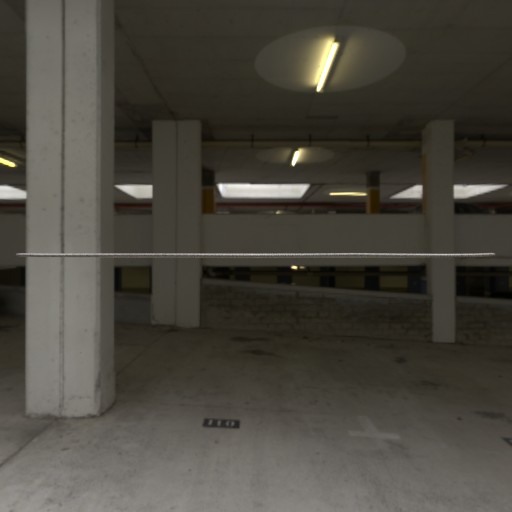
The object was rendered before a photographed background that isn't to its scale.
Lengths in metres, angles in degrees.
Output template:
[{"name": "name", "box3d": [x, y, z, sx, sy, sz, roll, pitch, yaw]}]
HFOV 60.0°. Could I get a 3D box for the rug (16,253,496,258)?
[{"name": "rug", "box3d": [0.000, 0.000, 3.042, 2.459, 0.023, 1.575, 0, 0, 0]}]
